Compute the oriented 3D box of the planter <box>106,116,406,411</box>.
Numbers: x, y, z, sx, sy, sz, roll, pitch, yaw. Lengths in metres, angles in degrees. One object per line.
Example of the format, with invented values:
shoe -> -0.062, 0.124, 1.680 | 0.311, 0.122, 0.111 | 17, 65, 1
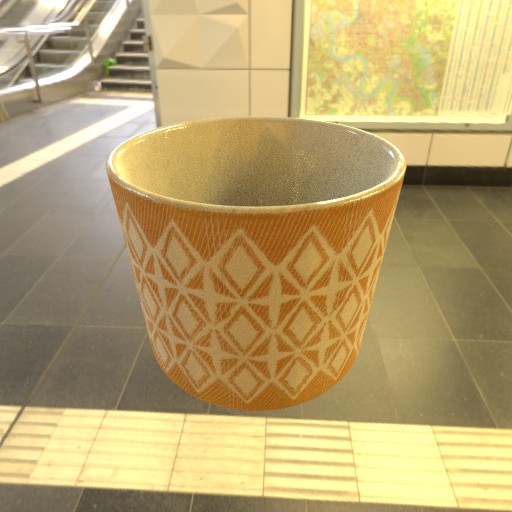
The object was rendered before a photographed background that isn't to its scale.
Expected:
planter -> 0.000, 0.000, 0.337 | 0.193, 0.165, 0.193 | 0, 31, 0
